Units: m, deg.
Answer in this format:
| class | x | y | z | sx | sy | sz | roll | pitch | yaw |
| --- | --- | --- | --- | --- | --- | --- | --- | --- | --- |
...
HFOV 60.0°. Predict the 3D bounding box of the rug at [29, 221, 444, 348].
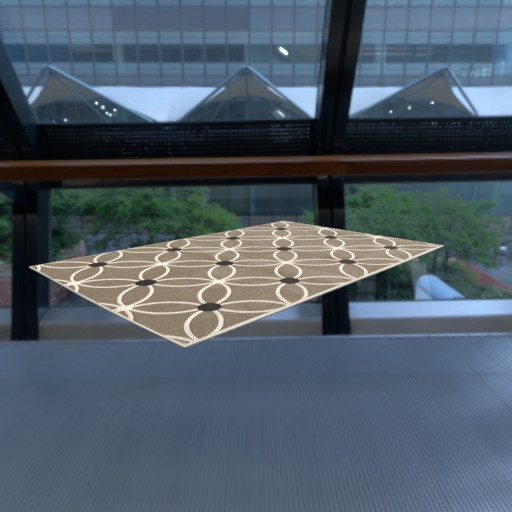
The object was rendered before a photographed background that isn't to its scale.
| class | x | y | z | sx | sy | sz | roll | pitch | yaw |
| --- | --- | --- | --- | --- | --- | --- | --- | --- | --- |
| rug | 0.000 | 0.000 | 2.866 | 1.522 | 0.008 | 2.284 | 13 | 19 | 43 |
